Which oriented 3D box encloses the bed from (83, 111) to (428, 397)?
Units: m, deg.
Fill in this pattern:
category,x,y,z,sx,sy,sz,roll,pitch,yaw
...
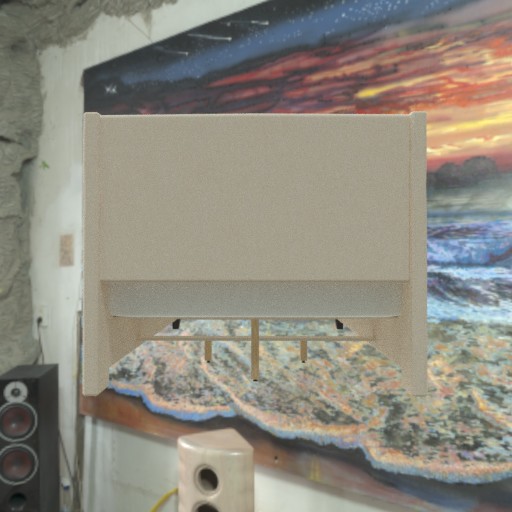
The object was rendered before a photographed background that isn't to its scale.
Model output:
category,x,y,z,sx,sy,sz,roll,pitch,yaw
bed,0.000,0.000,3.418,1.778,1.471,2.293,0,-1,1
